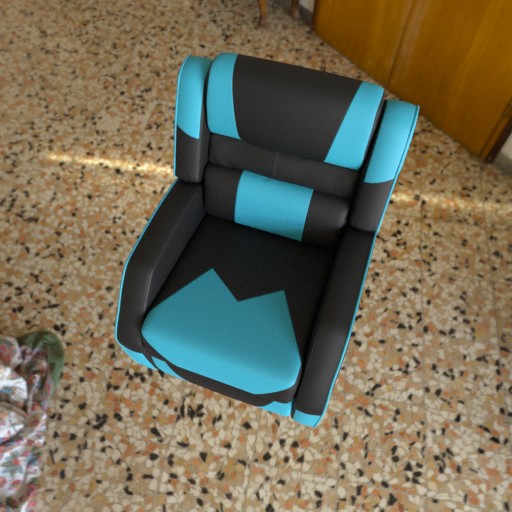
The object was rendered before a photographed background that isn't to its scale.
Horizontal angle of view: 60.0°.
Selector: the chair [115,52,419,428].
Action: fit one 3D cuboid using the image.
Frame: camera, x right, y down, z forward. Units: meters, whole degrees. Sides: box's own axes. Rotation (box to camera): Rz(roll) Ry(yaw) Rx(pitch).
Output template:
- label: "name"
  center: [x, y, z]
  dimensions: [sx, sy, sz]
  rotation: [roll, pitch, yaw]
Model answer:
- label: "chair"
  center: [0.000, 0.000, 1.261]
  dimensions: [0.620, 0.805, 0.672]
  rotation: [17, 59, 10]
